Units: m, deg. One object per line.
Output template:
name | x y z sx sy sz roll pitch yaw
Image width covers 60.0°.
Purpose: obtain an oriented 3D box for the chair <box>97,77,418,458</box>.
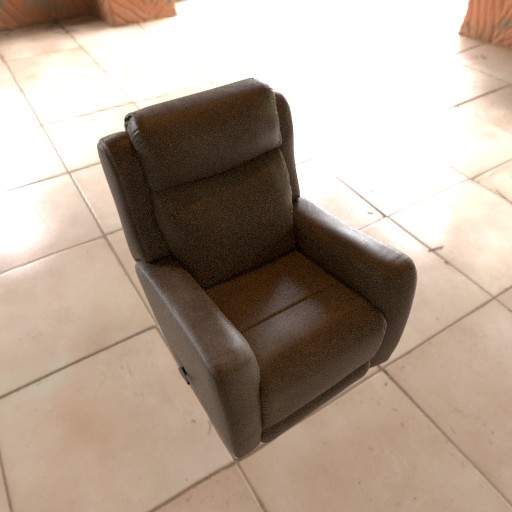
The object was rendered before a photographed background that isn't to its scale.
chair | 0.000 0.000 1.913 0.967 1.116 1.068 -25 50 -23
